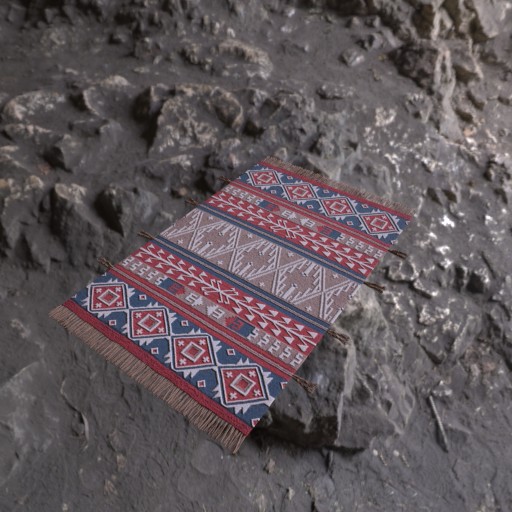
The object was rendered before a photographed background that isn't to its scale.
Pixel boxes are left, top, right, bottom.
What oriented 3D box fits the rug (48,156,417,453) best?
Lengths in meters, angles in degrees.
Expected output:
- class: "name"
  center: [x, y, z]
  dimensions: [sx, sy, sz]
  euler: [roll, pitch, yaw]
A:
- class: "rug"
  center: [0.000, 0.000, 2.627]
  dimensions: [1.469, 0.040, 2.025]
  euler: [26, 48, 26]
